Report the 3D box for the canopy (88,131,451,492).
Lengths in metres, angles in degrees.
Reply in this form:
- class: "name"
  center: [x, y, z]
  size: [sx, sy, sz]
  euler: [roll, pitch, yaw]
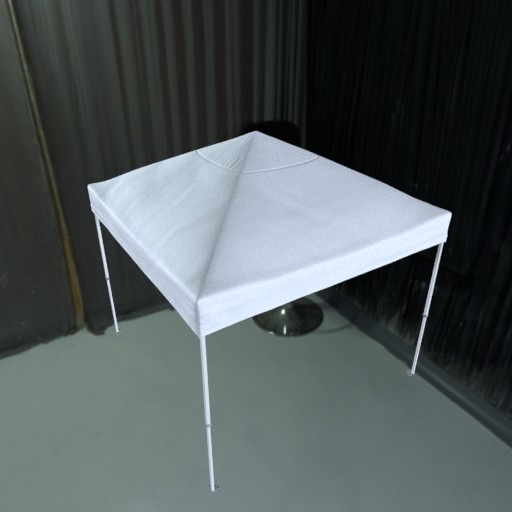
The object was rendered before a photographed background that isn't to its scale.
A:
- class: "canopy"
  center: [0.000, 0.000, 5.380]
  size: [2.996, 2.997, 2.998]
  euler: [-17, 33, -29]
